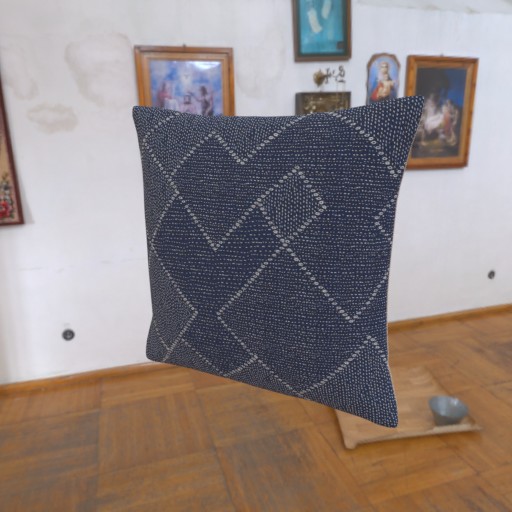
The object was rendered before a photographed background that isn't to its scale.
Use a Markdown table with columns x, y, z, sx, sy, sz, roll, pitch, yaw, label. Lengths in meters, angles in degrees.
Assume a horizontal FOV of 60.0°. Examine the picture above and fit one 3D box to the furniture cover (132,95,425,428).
| x | y | z | sx | sy | sz | roll | pitch | yaw | label |
| --- | --- | --- | --- | --- | --- | --- | --- | --- | --- |
| 0.000 | 0.000 | 0.757 | 0.511 | 0.503 | 0.162 | 8 | 17 | 26 | furniture cover |
